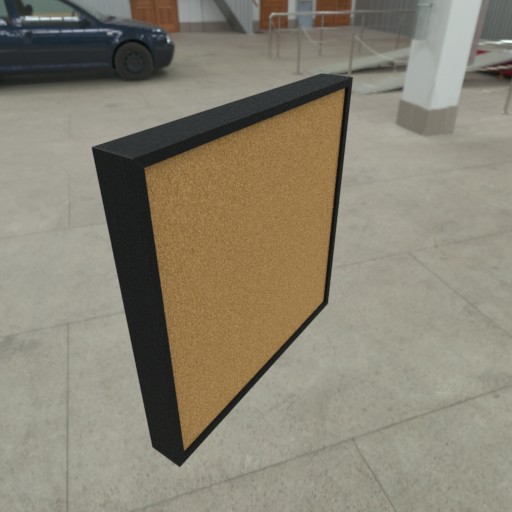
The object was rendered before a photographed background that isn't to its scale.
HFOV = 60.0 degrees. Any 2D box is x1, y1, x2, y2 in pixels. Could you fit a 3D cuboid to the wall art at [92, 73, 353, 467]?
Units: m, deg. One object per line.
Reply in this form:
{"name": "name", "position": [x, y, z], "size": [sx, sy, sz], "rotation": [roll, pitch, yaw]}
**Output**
{"name": "wall art", "position": [0.000, 0.000, 0.455], "size": [0.037, 0.305, 0.305], "rotation": [21, 38, 29]}
